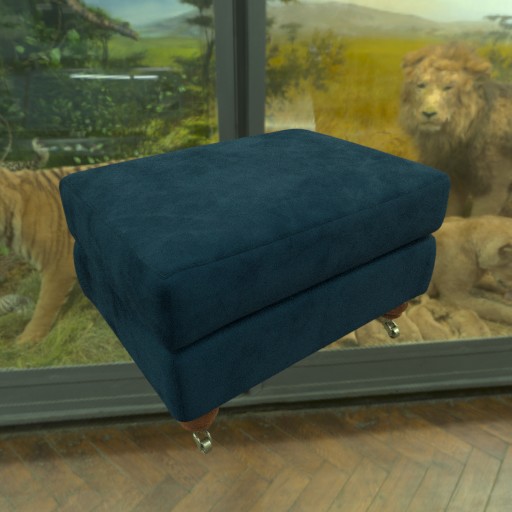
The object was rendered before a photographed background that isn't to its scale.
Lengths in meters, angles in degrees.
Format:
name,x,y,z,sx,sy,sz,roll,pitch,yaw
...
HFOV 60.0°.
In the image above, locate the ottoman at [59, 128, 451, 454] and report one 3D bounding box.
name,x,y,z,sx,sy,sz,roll,pitch,yaw
ottoman,0.000,0.000,1.129,0.773,0.503,0.572,-20,36,-31
